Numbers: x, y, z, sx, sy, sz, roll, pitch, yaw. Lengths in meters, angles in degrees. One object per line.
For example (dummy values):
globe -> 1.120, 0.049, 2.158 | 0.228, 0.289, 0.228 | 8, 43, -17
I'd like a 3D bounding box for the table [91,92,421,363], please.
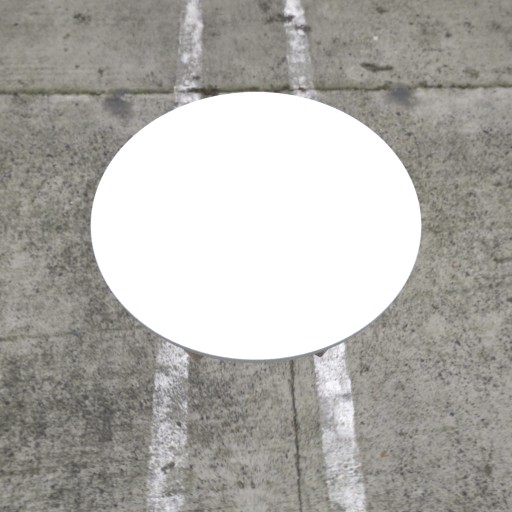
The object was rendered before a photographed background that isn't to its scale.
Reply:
table -> 0.000, 0.000, 0.989 | 0.600, 0.400, 0.600 | 0, 59, 0
